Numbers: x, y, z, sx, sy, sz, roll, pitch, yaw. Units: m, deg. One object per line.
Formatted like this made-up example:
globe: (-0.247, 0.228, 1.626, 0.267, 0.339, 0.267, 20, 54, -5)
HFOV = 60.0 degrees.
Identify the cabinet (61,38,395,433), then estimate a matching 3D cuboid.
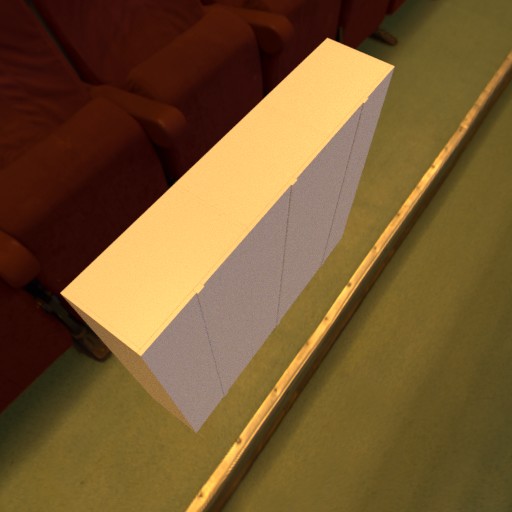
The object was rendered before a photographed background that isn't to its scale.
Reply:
cabinet: (0.000, 0.000, 3.821, 0.590, 2.370, 2.700, 32, 65, 17)
